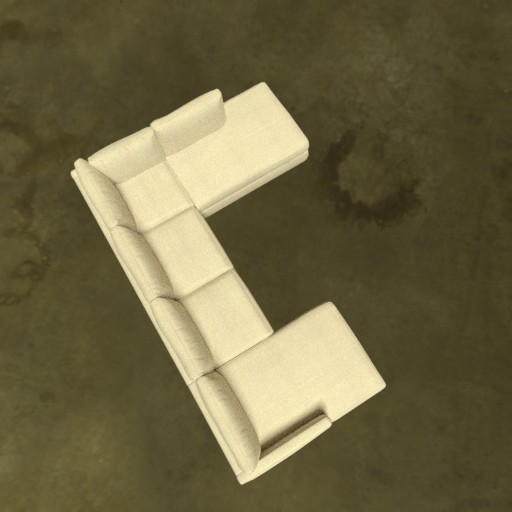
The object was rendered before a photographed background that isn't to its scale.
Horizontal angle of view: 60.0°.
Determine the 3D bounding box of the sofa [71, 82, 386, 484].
[{"bbox_3d":[0.000,0.000,3.546,1.879,0.756,2.737,-31,76,-8],"label":"sofa"}]
